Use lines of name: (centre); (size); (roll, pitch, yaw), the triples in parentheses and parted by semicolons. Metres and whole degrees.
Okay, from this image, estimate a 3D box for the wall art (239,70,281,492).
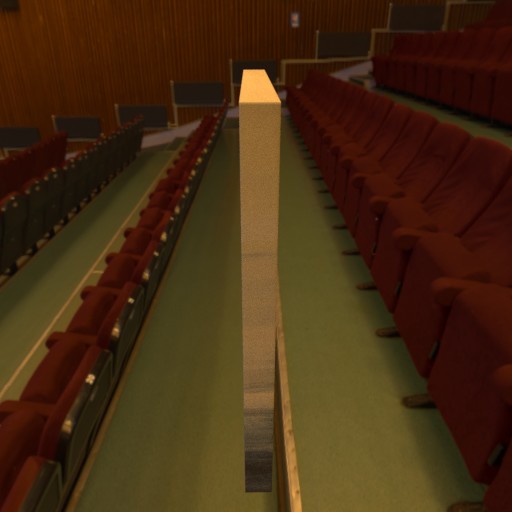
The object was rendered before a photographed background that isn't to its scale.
wall art: (0.000, 0.000, 0.692); (0.037, 0.511, 0.435); (0, 26, -1)
